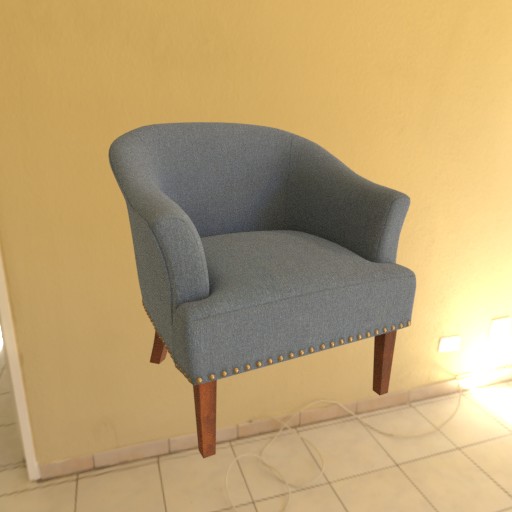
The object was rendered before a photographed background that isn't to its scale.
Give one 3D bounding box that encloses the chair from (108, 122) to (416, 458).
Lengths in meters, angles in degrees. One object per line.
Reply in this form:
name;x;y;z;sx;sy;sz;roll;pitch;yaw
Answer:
chair;0.000;0.000;1.402;0.798;0.815;0.704;-8;18;-27
